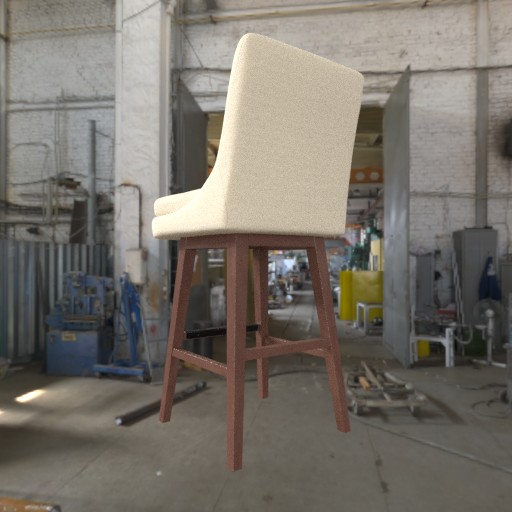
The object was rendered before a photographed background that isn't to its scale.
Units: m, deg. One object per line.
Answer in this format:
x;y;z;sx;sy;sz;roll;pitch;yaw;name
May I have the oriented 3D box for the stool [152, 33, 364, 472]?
0.000;0.000;1.403;0.483;1.093;0.559;0;0;-37;stool
